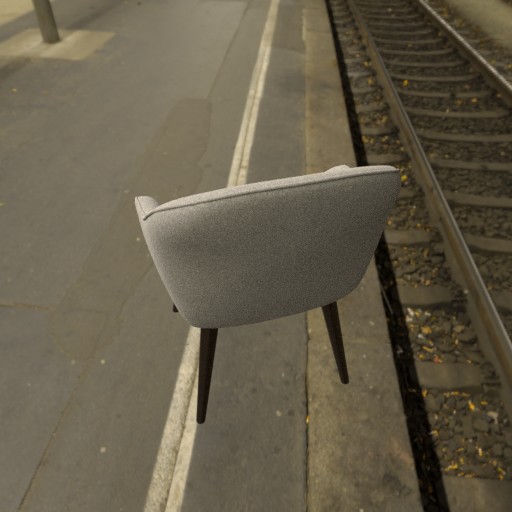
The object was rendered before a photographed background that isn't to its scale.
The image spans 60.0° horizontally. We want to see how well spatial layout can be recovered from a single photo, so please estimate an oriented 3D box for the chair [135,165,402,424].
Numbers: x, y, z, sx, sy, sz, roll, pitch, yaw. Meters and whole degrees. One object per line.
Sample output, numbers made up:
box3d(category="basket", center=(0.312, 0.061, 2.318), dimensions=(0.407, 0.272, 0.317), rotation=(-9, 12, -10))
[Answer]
box3d(category="chair", center=(0.000, 0.000, 1.237), dimensions=(0.589, 0.810, 0.611), rotation=(-11, 41, -13))
